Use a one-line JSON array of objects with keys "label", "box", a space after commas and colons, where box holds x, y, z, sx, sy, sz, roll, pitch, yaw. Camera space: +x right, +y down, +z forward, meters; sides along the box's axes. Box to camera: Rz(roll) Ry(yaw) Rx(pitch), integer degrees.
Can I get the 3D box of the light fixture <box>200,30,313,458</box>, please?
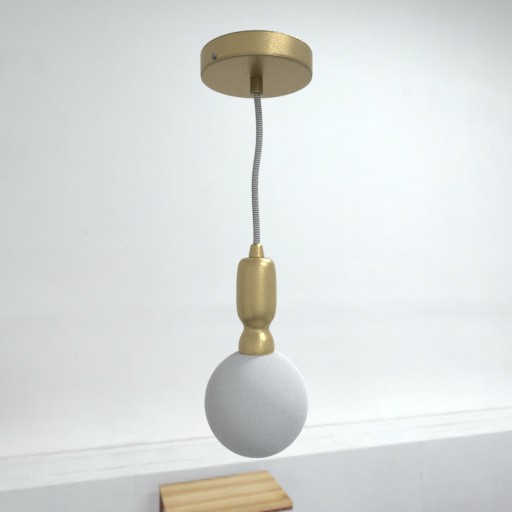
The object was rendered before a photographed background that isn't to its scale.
[{"label": "light fixture", "box": [0.000, 0.000, 0.573, 0.147, 0.510, 0.146, 0, 0, -36]}]
